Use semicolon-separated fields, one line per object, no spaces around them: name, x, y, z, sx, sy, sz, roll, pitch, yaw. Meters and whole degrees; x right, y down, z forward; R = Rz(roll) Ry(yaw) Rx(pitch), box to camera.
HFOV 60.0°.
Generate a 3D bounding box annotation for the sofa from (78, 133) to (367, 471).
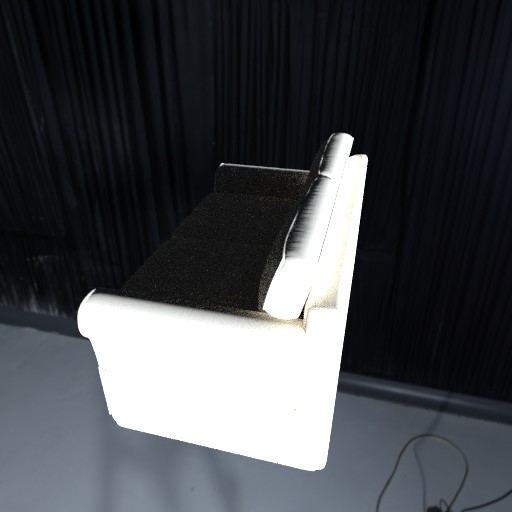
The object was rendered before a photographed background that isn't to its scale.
sofa;0.000;0.000;2.310;0.991;0.940;1.727;8;31;13
